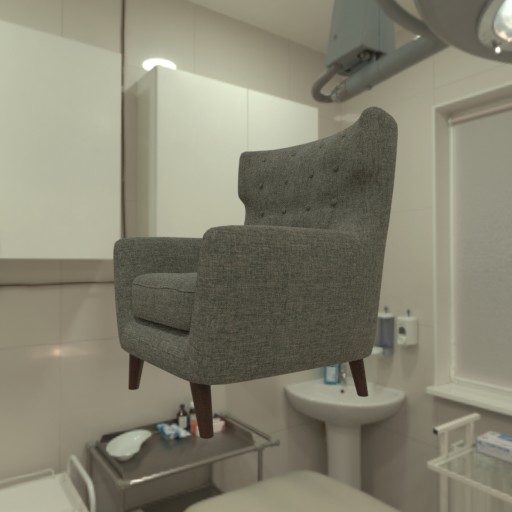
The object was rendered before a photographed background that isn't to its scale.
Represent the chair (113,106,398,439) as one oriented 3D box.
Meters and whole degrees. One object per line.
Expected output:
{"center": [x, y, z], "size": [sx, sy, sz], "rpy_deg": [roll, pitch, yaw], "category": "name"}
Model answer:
{"center": [0.000, 0.000, 1.770], "size": [0.904, 1.063, 0.878], "rpy_deg": [1, -1, -36], "category": "chair"}
